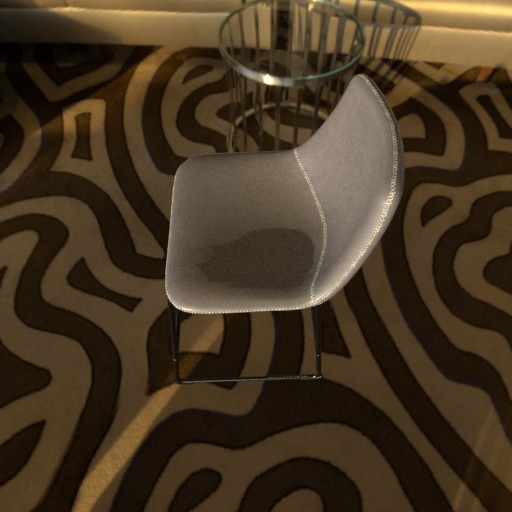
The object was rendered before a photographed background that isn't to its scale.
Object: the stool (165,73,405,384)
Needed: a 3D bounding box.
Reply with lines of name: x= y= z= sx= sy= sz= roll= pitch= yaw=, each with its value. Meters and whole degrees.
stool: x=0.000 y=0.000 z=1.187 sx=0.546 sy=0.876 sz=0.470 roll=-2 pitch=57 yaw=-1
